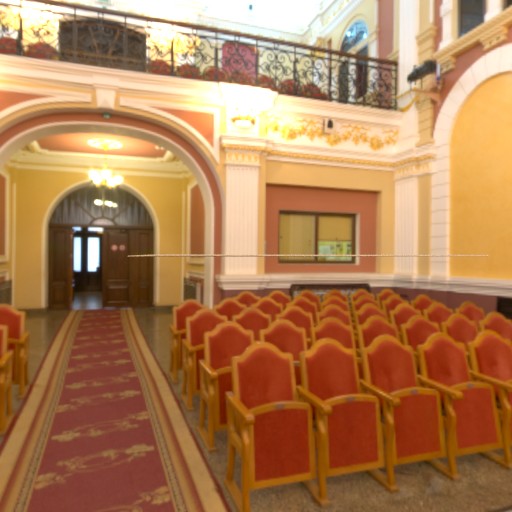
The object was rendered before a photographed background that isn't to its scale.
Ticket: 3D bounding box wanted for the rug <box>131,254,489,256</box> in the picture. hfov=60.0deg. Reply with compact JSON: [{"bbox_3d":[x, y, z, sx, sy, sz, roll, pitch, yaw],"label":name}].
[{"bbox_3d":[0.000,0.000,2.896,1.523,0.006,2.289,0,0,-19],"label":"rug"}]
